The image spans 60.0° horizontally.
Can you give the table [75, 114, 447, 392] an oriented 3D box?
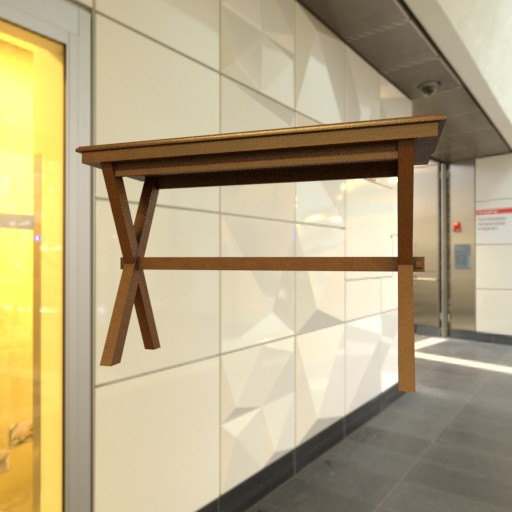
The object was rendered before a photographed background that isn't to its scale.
[{"bbox_3d":[0.000,0.000,1.557,1.197,0.763,0.399,0,0,17],"label":"table"}]
